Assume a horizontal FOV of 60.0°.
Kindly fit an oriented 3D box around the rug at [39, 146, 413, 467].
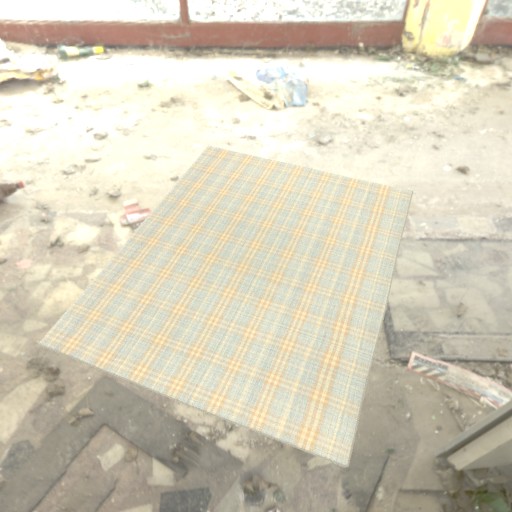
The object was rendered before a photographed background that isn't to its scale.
[{"bbox_3d":[0.000,0.000,4.113,2.462,0.030,3.066,16,48,15],"label":"rug"}]
